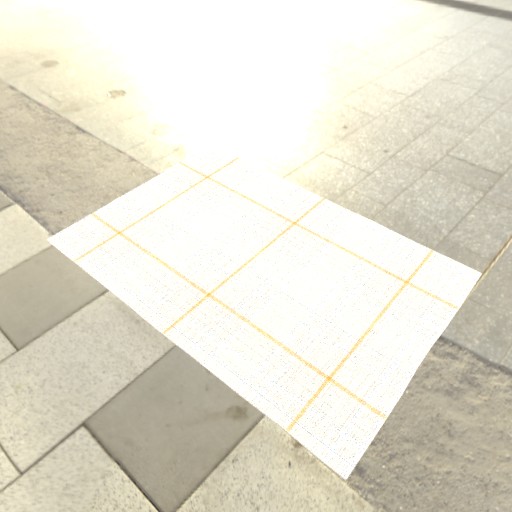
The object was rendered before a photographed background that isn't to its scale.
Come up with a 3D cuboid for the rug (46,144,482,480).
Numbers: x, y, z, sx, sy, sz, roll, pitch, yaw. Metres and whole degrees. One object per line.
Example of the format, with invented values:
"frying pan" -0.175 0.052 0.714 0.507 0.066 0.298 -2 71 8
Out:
"rug" 0.000 0.000 2.223 1.825 0.015 1.232 31 53 27
